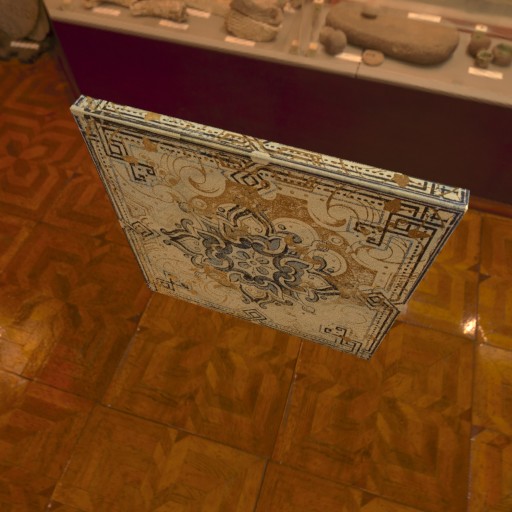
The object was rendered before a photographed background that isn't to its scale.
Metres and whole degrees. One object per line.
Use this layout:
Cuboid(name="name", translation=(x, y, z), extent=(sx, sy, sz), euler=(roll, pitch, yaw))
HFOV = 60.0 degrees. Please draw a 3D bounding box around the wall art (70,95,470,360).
Cuboid(name="wall art", translation=(0.000, 0.000, 0.907), extent=(0.609, 0.607, 0.036), euler=(16, 59, 10))
